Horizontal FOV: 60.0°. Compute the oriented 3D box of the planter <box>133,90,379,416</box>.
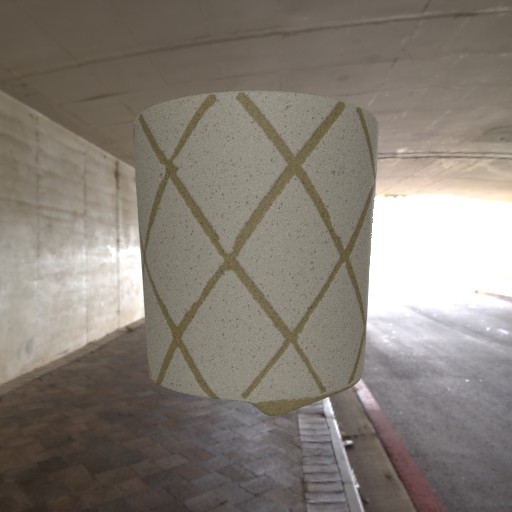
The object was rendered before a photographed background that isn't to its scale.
[{"bbox_3d":[0.000,0.000,0.358,0.191,0.199,0.191,0,0,0],"label":"planter"}]
